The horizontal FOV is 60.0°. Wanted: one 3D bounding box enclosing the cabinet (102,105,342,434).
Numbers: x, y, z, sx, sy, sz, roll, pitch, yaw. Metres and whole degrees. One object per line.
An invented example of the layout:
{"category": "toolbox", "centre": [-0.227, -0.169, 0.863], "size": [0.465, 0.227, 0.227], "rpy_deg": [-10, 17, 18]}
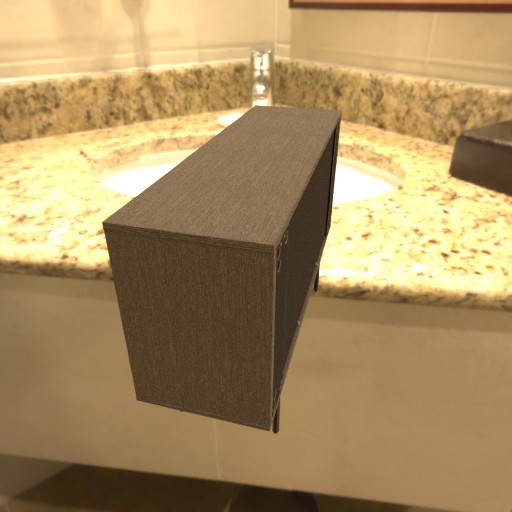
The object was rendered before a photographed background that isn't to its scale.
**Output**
{"category": "cabinet", "centre": [0.000, 0.000, 1.587], "size": [0.405, 0.787, 1.194], "rpy_deg": [8, 31, 13]}
